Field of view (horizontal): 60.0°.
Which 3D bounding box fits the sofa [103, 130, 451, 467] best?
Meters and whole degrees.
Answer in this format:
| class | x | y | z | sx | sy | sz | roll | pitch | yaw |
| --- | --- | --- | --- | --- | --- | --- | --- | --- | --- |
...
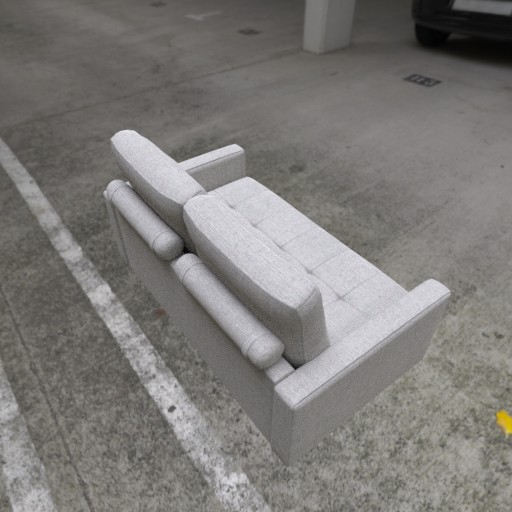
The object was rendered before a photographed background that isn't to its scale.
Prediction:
| class | x | y | z | sx | sy | sz | roll | pitch | yaw |
| --- | --- | --- | --- | --- | --- | --- | --- | --- | --- |
| sofa | 0.000 | 0.000 | 1.953 | 0.842 | 0.907 | 1.407 | -27 | 49 | -26 |
